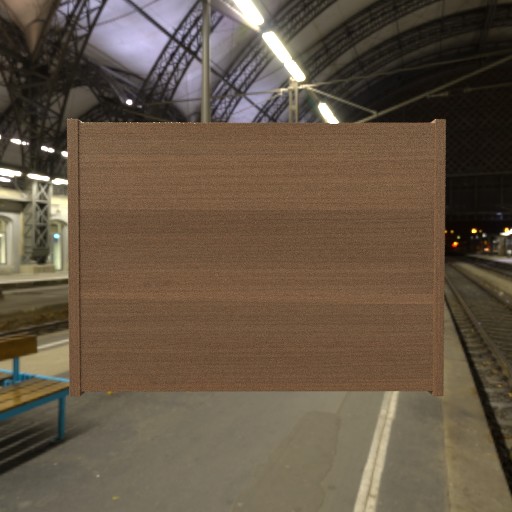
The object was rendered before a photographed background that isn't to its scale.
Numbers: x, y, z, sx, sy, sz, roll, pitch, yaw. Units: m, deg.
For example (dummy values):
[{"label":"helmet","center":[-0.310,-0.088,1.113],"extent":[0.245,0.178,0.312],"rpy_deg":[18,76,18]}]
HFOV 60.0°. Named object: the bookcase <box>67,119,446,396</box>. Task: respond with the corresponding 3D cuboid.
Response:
[{"label":"bookcase","center":[0.000,0.000,0.633],"extent":[0.415,0.305,0.290],"rpy_deg":[0,1,0]}]
